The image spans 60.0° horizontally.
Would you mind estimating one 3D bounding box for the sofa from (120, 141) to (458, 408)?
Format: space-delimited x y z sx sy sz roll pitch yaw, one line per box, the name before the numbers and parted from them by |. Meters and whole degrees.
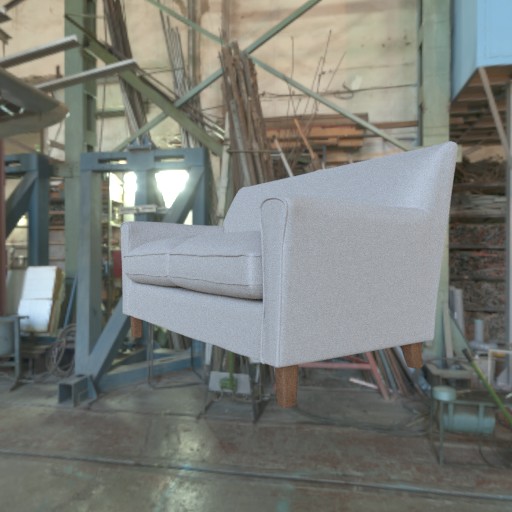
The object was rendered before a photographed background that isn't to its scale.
sofa | 0.000 0.000 2.071 0.888 0.890 1.482 0 1 -35
